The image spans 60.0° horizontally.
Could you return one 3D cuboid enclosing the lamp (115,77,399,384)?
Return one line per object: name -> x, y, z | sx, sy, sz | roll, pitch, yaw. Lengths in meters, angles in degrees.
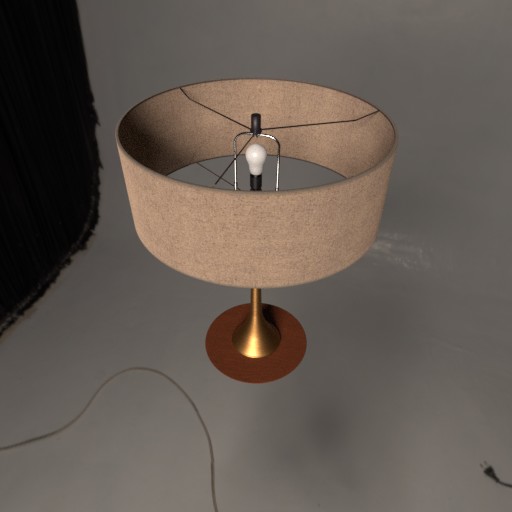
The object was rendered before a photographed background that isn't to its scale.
lamp -> 0.000, 0.000, 0.839 | 0.417, 0.551, 0.396 | 11, 41, 12
